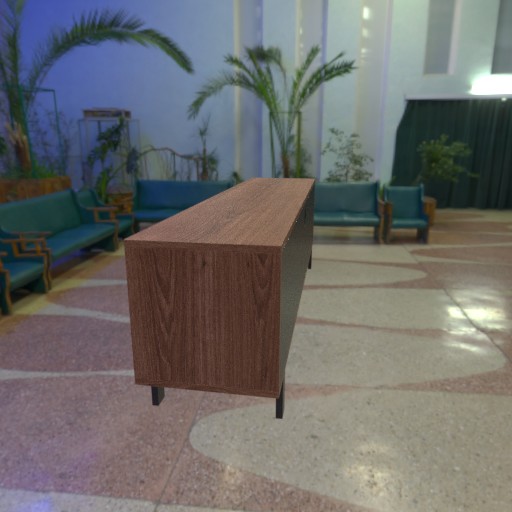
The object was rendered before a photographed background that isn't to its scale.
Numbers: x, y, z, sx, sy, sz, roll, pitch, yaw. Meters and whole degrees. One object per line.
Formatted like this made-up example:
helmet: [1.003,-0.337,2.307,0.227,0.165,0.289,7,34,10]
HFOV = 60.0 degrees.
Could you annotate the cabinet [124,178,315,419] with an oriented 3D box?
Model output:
cabinet: [0.000,0.000,1.852,0.400,0.500,1.650,3,15,10]
